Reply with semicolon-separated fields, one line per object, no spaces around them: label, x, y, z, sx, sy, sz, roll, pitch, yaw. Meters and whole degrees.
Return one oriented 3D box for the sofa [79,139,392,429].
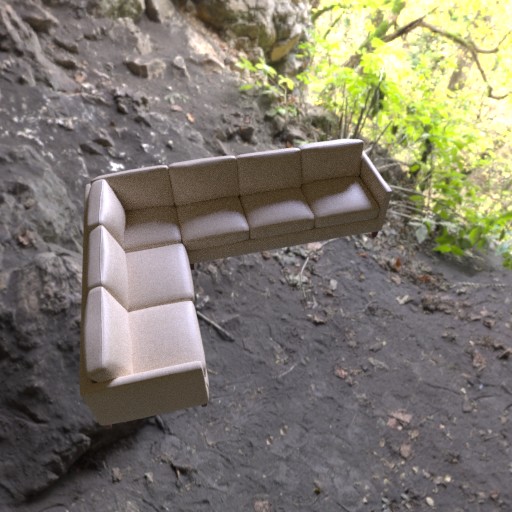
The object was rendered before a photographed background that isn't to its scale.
sofa;0.000;0.000;4.510;3.302;0.947;2.593;-10;48;-9
